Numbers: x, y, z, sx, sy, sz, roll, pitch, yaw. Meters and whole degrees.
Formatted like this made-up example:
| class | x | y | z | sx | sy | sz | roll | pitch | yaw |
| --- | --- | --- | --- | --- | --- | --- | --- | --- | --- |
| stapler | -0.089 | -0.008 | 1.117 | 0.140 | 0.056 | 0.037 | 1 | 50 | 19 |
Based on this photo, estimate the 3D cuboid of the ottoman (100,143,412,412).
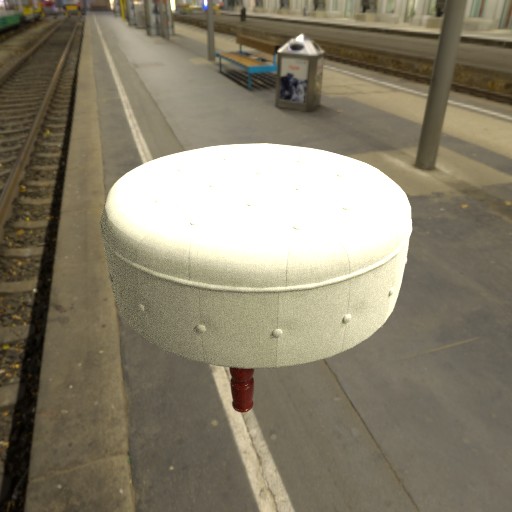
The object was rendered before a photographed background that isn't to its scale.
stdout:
| class | x | y | z | sx | sy | sz | roll | pitch | yaw |
| --- | --- | --- | --- | --- | --- | --- | --- | --- | --- |
| ottoman | 0.000 | 0.000 | 1.342 | 0.850 | 0.483 | 0.850 | 0 | 30 | 0 |
